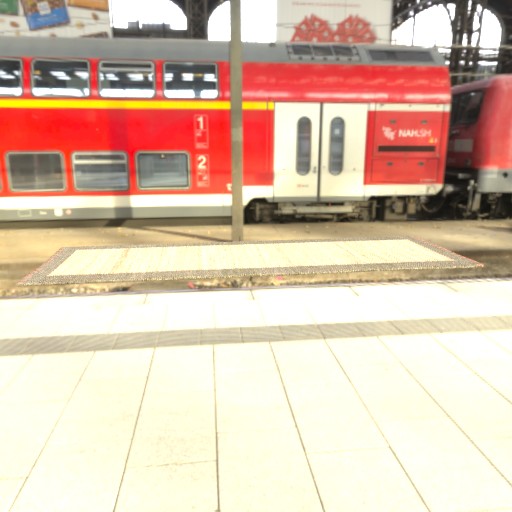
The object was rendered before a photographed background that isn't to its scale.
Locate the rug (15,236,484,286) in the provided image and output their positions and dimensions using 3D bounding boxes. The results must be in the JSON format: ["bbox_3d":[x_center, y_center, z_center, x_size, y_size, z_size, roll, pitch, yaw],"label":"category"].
[{"bbox_3d":[0.000,0.000,2.636,2.413,0.016,0.810,-2,14,-8],"label":"rug"}]
